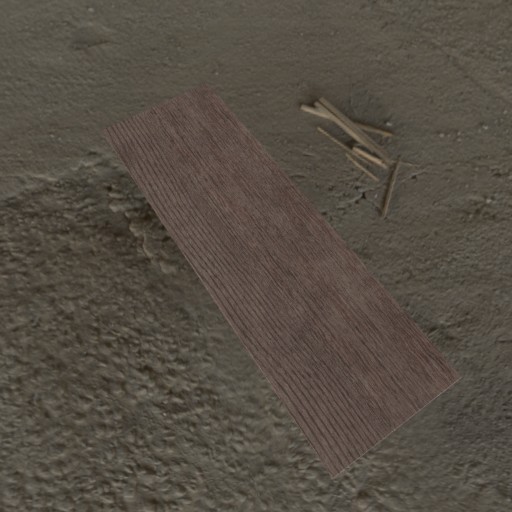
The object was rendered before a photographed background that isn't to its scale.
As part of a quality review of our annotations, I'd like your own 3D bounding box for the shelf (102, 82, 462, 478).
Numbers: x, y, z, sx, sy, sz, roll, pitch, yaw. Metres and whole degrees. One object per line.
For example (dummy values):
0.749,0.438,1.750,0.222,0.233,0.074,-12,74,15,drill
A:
0.000,0.000,0.688,0.200,0.125,0.610,-31,67,-15,shelf
